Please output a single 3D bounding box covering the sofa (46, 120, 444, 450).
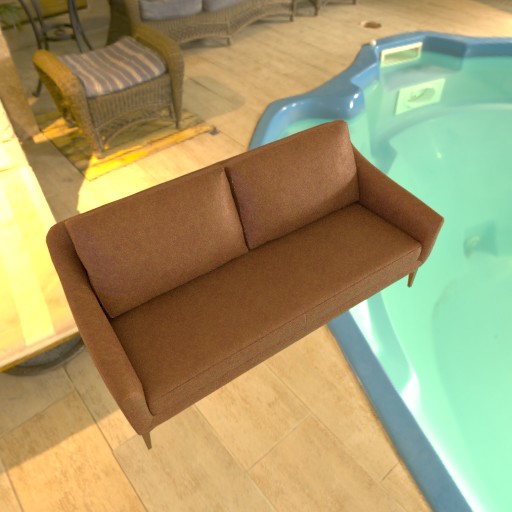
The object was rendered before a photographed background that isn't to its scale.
[{"bbox_3d":[0.000,0.000,2.556,2.036,0.945,0.981,-26,51,-23],"label":"sofa"}]
